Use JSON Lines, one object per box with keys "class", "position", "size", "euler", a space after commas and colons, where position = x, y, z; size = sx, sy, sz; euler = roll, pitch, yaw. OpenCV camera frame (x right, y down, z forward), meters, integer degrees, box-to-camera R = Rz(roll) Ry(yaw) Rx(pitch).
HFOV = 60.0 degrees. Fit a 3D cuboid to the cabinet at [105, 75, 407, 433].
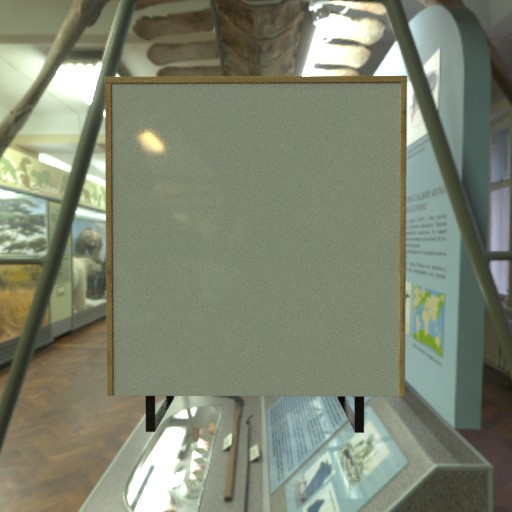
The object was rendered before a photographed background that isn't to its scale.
{"class": "cabinet", "position": [0.000, 0.000, 1.959], "size": [1.168, 1.397, 0.473], "euler": [0, 1, 1]}
